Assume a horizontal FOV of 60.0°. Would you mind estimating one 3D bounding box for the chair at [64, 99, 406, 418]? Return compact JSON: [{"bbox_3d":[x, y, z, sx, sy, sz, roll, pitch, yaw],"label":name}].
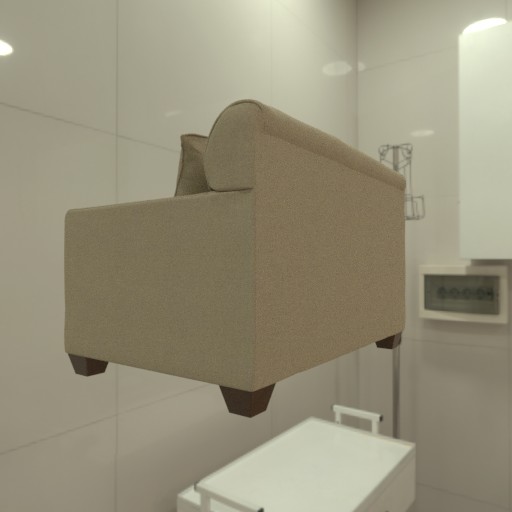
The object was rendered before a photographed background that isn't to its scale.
[{"bbox_3d":[0.000,0.000,2.059,1.000,0.948,1.383,-1,-1,36],"label":"chair"}]
